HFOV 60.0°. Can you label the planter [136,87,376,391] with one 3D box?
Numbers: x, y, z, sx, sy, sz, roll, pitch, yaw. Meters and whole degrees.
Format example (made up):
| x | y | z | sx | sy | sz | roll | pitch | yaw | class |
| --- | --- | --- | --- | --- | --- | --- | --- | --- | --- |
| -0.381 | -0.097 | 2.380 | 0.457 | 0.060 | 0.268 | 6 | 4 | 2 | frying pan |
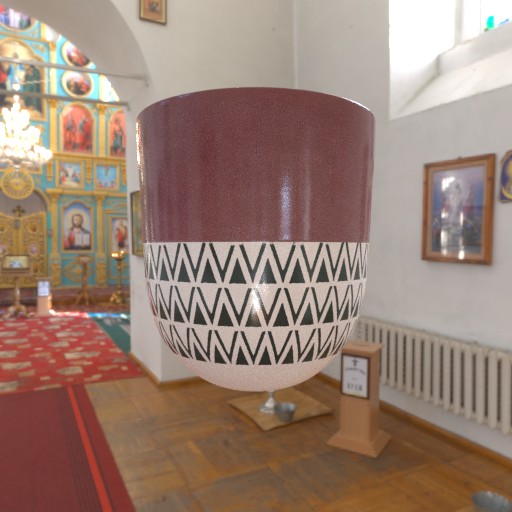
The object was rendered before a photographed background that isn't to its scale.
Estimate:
| x | y | z | sx | sy | sz | roll | pitch | yaw | class |
| --- | --- | --- | --- | --- | --- | --- | --- | --- | --- |
| 0.000 | 0.000 | 0.374 | 0.195 | 0.214 | 0.195 | 0 | 1 | 0 | planter |
